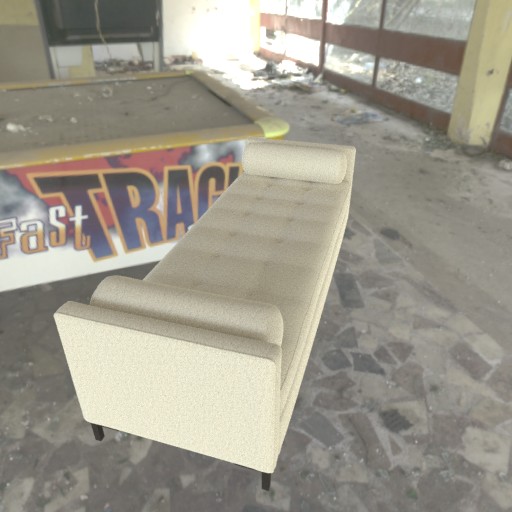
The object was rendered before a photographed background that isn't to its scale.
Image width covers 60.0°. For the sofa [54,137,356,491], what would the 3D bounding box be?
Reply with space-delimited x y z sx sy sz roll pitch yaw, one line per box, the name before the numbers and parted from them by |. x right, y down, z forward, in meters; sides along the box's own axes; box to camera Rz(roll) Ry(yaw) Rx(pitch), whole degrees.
sofa | 0.000 0.000 2.241 0.746 0.641 1.985 9 32 15
